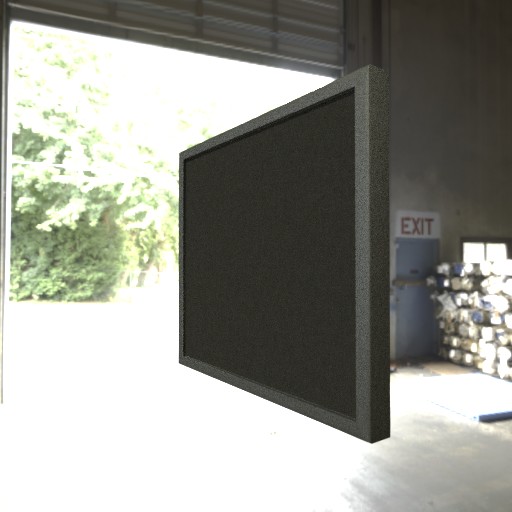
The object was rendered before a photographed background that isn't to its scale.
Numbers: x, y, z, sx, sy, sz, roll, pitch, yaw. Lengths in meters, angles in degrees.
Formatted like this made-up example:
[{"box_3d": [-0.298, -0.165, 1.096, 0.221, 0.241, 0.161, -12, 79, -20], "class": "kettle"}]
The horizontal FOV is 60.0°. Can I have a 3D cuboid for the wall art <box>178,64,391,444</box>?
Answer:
[{"box_3d": [0.000, 0.000, 0.547, 0.028, 0.330, 0.380, 1, -1, -36], "class": "wall art"}]
